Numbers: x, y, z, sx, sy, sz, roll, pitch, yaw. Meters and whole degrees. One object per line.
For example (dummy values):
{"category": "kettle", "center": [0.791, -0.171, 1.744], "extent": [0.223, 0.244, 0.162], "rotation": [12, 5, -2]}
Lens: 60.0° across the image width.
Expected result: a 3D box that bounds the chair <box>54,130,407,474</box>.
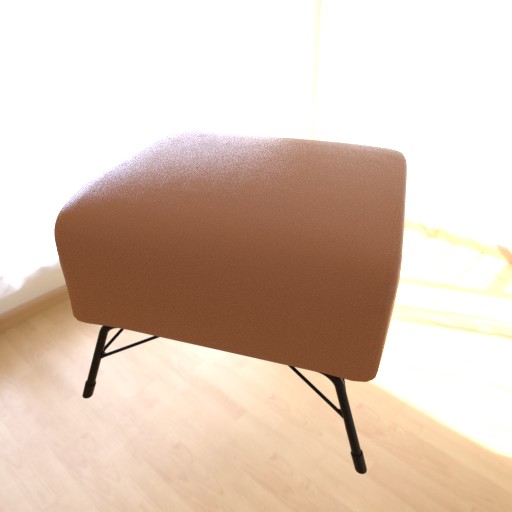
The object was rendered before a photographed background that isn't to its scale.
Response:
{"category": "chair", "center": [0.000, 0.000, 0.878], "extent": [0.530, 0.410, 0.530], "rotation": [9, 33, 15]}
